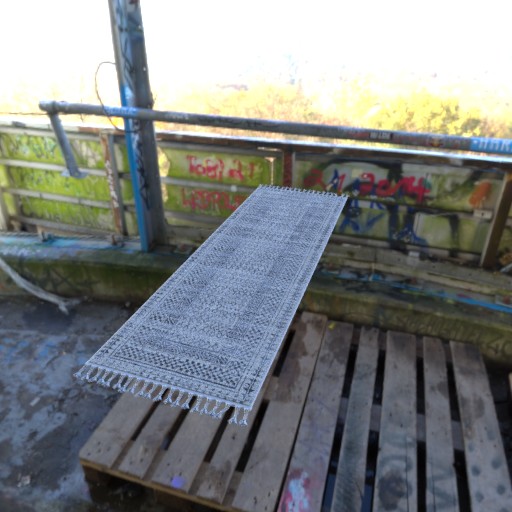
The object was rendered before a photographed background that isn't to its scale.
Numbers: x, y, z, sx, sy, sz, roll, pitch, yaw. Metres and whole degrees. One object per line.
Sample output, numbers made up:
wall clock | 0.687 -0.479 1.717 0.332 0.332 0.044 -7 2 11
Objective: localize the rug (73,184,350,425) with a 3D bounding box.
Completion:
rug | 0.000 0.000 2.757 0.786 0.013 2.480 10 31 17
